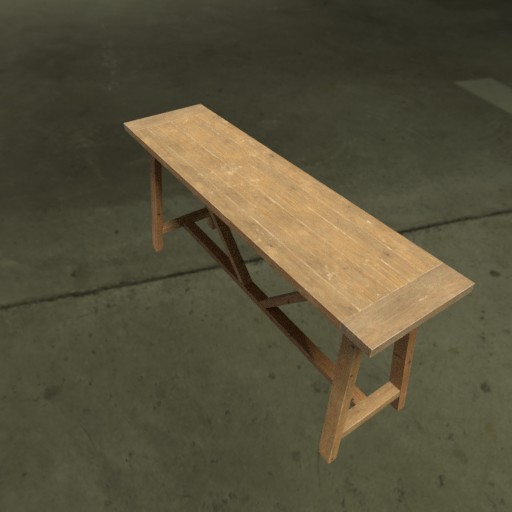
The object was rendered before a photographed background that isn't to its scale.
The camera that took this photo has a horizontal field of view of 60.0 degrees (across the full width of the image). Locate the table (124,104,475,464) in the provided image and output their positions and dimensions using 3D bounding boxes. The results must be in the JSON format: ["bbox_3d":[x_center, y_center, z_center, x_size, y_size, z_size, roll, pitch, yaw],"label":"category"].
[{"bbox_3d":[0.000,0.000,2.146,0.465,0.810,1.800,-24,46,-26],"label":"table"}]
